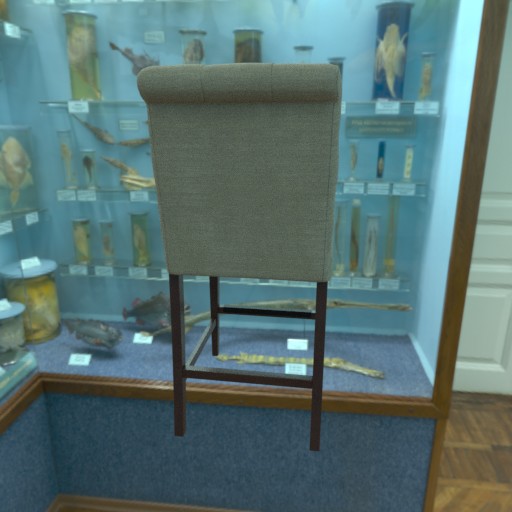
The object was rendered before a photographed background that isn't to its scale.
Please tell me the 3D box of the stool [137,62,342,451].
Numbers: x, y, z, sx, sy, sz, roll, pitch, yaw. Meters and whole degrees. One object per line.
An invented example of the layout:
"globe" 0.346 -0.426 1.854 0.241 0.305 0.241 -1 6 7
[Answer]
"stool" 0.000 0.000 1.429 0.486 1.084 0.660 3 17 8
